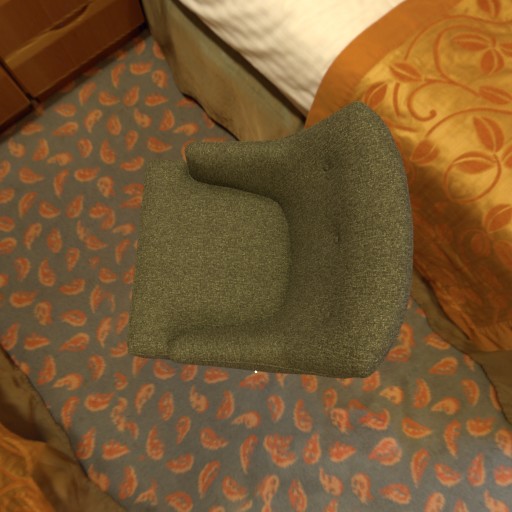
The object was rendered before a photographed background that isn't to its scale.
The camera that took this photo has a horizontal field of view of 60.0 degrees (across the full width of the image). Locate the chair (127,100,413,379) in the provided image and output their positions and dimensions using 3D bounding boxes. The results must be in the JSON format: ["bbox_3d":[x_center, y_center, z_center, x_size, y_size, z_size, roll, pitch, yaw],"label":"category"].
[{"bbox_3d":[0.000,0.000,1.672,0.923,0.856,0.864,2,75,1],"label":"chair"}]
